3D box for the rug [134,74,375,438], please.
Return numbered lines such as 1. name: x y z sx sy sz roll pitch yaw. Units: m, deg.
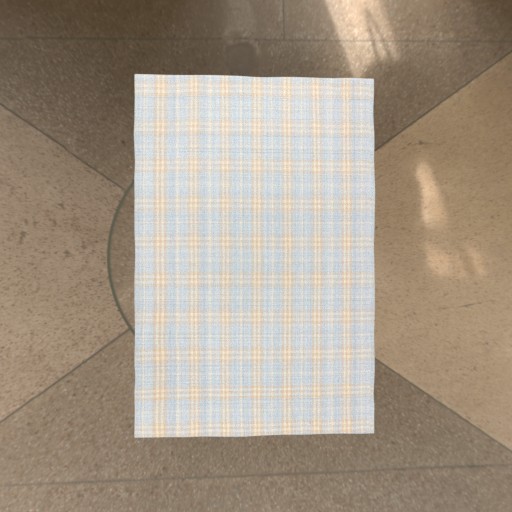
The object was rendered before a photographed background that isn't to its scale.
1. rug: 0.000 0.000 2.255 1.231 0.012 1.835 0 90 -3
